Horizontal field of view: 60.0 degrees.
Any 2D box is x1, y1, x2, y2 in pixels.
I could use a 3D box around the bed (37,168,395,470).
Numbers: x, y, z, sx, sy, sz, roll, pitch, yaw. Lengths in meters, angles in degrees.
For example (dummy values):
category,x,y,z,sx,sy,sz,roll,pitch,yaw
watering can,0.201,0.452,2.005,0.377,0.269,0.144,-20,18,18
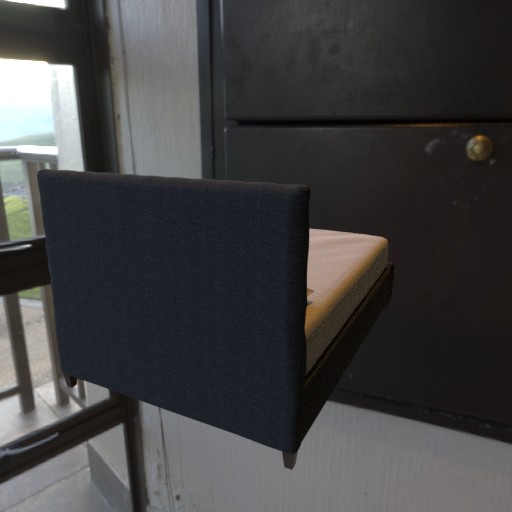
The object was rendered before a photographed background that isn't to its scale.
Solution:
category,x,y,z,sx,sy,sz,roll,pitch,yaw
bed,0.000,0.000,3.391,1.698,1.427,2.387,8,18,26
